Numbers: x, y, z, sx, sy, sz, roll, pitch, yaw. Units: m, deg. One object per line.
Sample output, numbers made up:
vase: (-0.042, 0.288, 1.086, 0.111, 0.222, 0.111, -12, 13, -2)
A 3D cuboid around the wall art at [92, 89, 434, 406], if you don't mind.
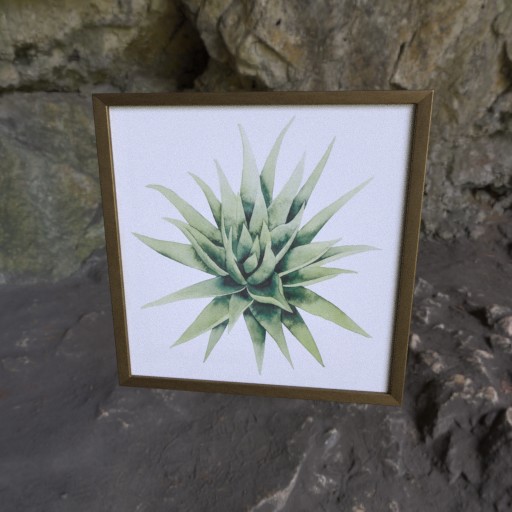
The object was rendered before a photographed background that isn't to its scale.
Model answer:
wall art: (0.000, 0.000, 0.729, 0.503, 0.506, 0.030, 2, 16, 7)
